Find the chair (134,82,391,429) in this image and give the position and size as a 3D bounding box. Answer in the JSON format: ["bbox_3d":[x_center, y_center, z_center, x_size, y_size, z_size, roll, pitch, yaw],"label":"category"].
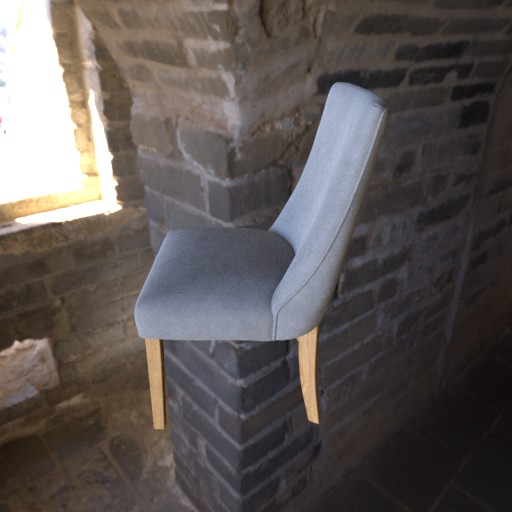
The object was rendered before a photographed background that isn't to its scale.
[{"bbox_3d":[0.000,0.000,1.277,0.610,0.902,0.495,0,26,0],"label":"chair"}]
